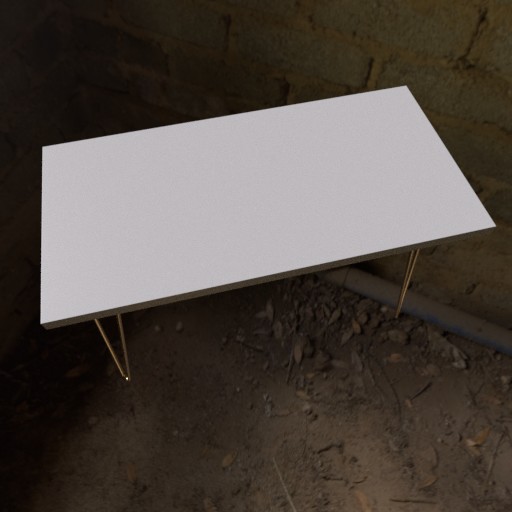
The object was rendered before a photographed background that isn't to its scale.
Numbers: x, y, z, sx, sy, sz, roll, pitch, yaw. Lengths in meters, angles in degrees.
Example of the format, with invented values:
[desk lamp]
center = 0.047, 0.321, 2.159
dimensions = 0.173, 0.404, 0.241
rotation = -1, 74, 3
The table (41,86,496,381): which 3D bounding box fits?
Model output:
[table]
center = 0.000, 0.000, 1.339
dimensions = 0.991, 0.660, 0.498
rotation = -12, 59, -7
